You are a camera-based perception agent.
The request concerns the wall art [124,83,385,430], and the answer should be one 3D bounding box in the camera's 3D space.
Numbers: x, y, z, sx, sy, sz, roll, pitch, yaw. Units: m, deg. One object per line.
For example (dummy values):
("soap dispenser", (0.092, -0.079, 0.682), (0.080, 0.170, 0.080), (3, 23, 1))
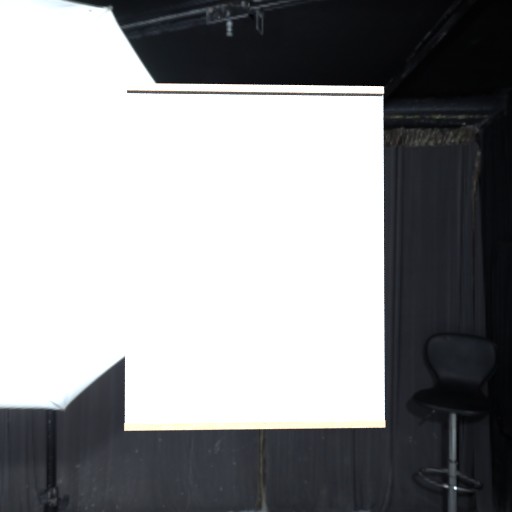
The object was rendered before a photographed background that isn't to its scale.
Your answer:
("wall art", (0.000, 0.000, 0.790), (0.459, 0.608, 0.012), (0, -1, -2))
